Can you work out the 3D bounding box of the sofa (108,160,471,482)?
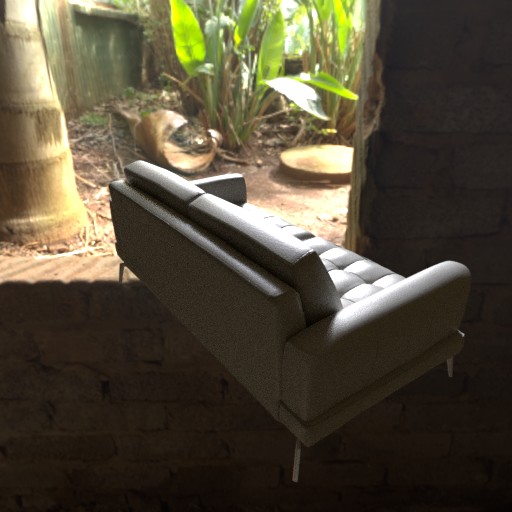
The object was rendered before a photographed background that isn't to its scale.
[{"bbox_3d":[0.000,0.000,2.662,1.121,0.930,2.177,-17,31,-31],"label":"sofa"}]
